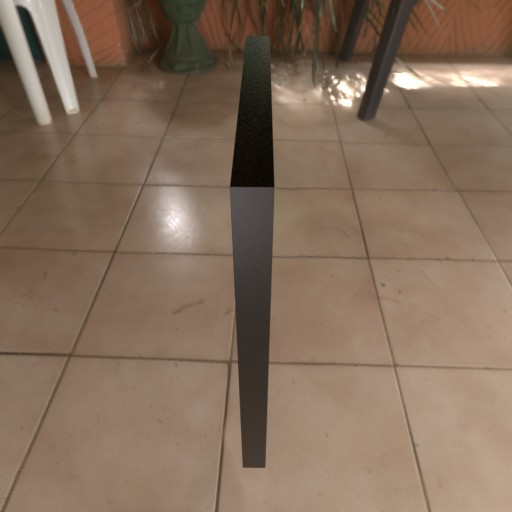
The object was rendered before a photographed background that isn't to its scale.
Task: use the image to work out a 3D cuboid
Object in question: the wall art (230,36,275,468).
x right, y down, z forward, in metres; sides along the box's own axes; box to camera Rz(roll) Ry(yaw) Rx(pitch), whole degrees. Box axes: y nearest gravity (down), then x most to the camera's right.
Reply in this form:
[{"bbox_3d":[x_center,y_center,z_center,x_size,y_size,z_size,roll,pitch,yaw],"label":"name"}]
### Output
[{"bbox_3d":[0.000,0.000,0.728,0.038,0.551,0.448,1,41,1],"label":"wall art"}]
